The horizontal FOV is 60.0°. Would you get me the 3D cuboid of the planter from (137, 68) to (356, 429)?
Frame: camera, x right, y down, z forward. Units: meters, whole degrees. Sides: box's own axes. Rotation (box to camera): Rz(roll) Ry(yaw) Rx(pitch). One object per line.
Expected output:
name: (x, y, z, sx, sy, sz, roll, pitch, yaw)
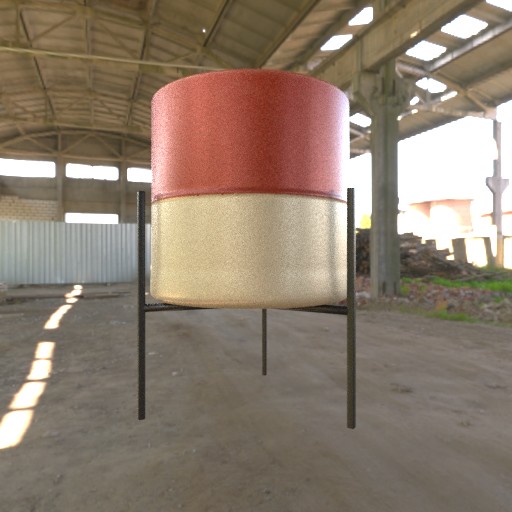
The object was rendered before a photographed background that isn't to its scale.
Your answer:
planter: (0.000, 0.000, 0.528, 0.251, 0.354, 0.235, 0, 0, 37)
